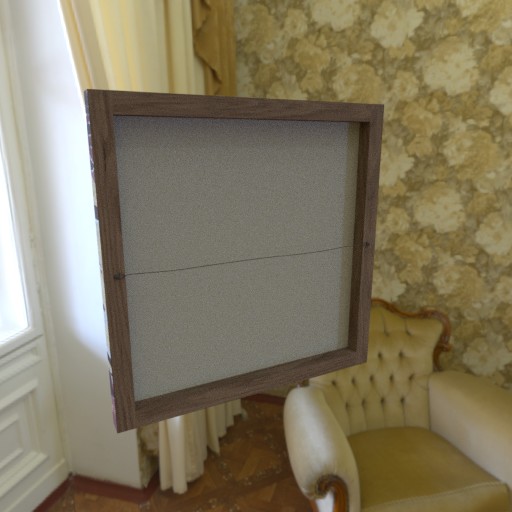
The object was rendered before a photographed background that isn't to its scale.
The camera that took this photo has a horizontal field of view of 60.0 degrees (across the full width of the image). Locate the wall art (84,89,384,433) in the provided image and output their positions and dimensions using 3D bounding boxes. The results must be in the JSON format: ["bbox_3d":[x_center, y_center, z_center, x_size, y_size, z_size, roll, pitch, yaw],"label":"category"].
[{"bbox_3d":[0.000,0.000,0.913,0.609,0.613,0.041,-7,16,-27],"label":"wall art"}]
